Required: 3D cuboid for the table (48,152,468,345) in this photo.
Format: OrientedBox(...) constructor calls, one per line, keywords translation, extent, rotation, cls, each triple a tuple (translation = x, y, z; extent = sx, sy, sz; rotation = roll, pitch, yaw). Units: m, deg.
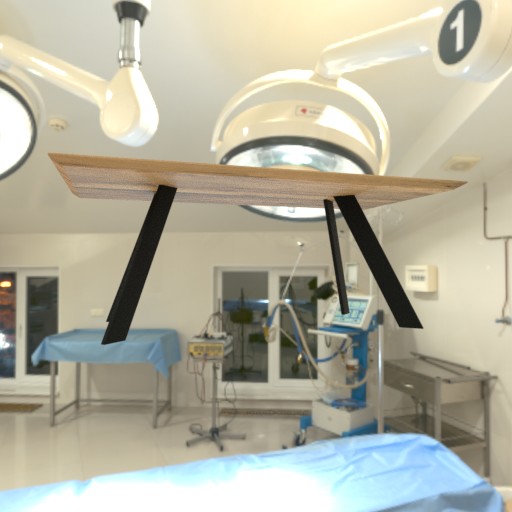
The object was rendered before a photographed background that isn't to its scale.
OrientedBox(translation=(0.000, 0.000, 2.482), extent=(2.000, 0.770, 1.000), rotation=(0, -1, -17), cls="table")
